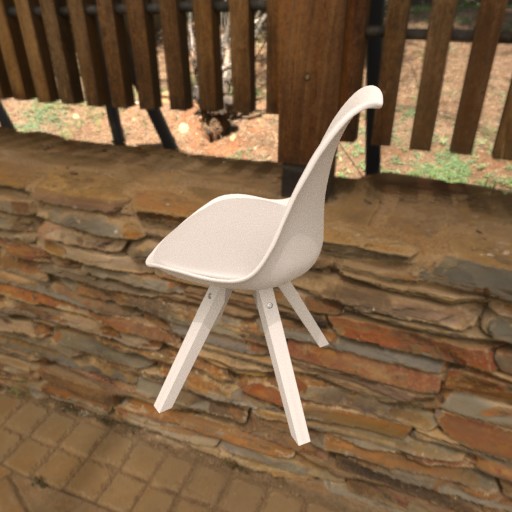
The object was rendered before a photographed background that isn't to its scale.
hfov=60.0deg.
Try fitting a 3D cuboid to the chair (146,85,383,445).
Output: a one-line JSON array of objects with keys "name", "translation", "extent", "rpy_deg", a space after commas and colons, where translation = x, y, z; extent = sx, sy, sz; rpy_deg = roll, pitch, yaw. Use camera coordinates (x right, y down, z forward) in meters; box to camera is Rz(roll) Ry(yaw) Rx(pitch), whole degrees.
[{"name": "chair", "translation": [0.000, 0.000, 1.187], "extent": [0.550, 0.850, 0.485], "rpy_deg": [8, 30, 13]}]
